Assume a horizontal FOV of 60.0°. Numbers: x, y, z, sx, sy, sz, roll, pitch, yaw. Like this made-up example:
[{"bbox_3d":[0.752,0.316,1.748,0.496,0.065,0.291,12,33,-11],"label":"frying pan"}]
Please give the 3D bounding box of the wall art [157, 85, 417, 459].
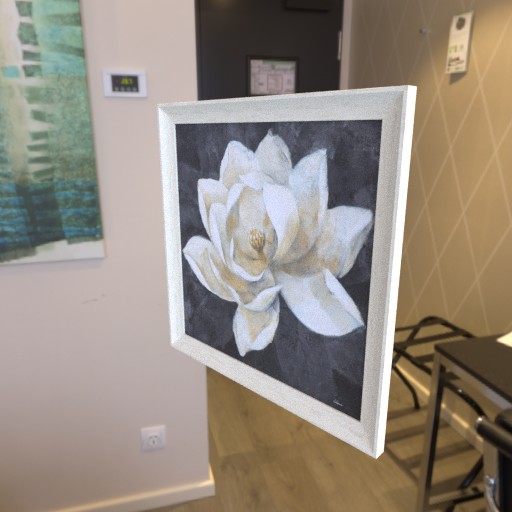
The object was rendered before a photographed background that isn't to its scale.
[{"bbox_3d":[0.000,0.000,1.505,1.016,1.016,0.045,15,21,42],"label":"wall art"}]
